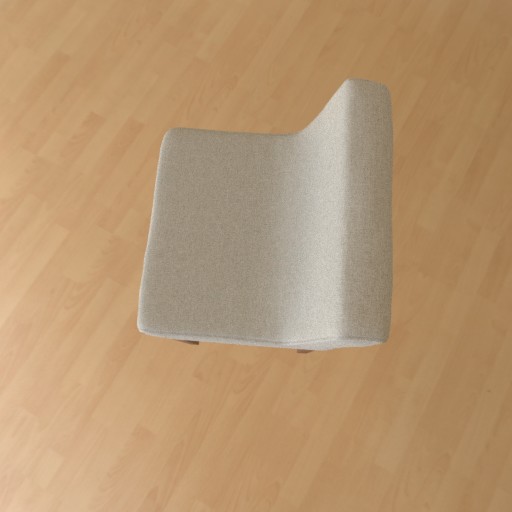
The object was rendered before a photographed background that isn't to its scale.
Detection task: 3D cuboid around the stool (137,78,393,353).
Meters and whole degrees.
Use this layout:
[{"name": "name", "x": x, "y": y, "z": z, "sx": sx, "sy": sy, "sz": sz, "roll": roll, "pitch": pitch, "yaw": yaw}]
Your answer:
[{"name": "stool", "x": 0.000, "y": 0.000, "z": 1.235, "sx": 0.500, "sy": 0.937, "sz": 0.511, "roll": 4, "pitch": 75, "yaw": 1}]
